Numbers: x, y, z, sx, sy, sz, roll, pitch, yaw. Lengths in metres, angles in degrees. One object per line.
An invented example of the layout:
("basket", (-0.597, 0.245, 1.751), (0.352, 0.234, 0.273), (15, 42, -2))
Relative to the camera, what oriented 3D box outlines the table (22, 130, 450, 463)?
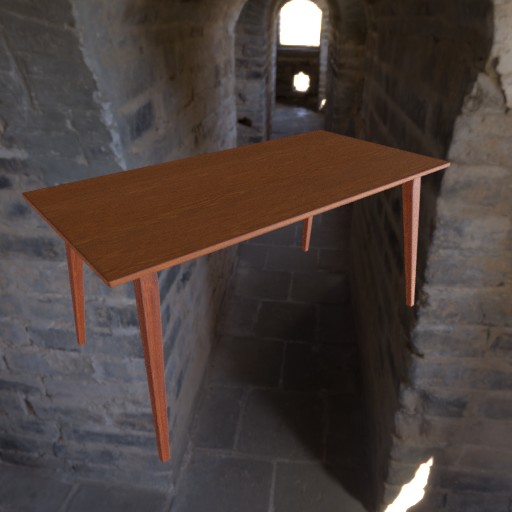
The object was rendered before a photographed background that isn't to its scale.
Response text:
("table", (0.000, 0.000, 2.013), (1.609, 0.755, 0.811), (-21, 35, -34))
